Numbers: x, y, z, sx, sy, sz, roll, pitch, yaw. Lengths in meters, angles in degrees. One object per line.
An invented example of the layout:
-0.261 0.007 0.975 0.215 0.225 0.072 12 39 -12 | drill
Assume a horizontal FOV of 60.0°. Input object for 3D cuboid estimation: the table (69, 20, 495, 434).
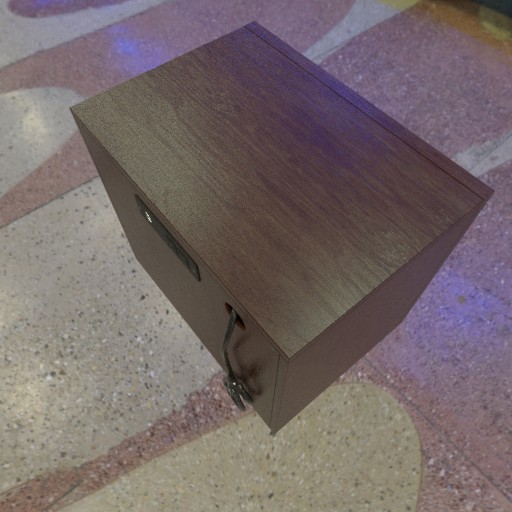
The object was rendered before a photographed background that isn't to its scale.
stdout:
0.000 0.000 0.946 0.449 0.609 0.557 -35 65 -19 | table
